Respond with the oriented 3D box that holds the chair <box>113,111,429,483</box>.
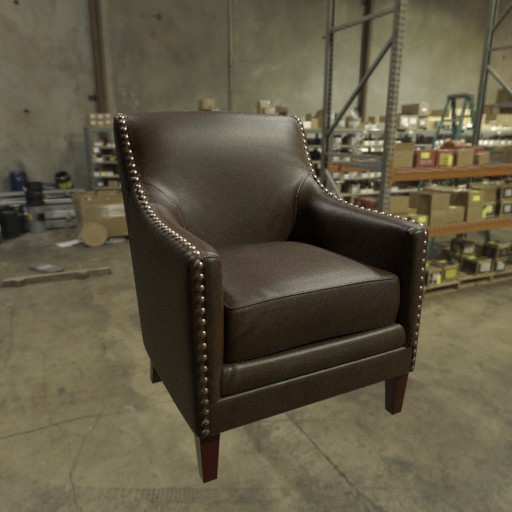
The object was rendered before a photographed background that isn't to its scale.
[{"bbox_3d":[0.000,0.000,1.273,0.639,0.813,0.704,-8,18,-26],"label":"chair"}]
